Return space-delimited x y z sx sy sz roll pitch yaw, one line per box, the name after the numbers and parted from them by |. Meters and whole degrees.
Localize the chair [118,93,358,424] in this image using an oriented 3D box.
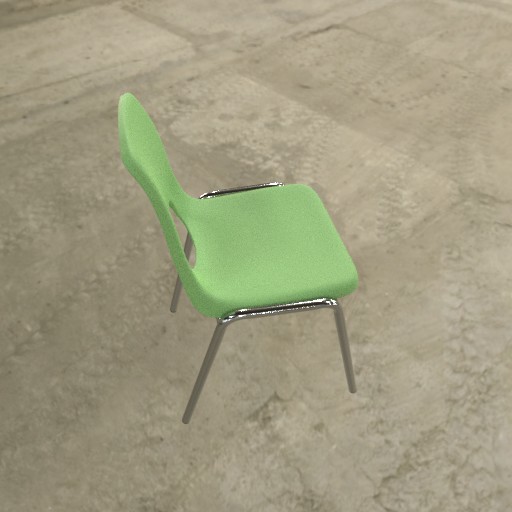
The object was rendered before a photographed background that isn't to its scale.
0.000 0.000 0.953 0.436 0.704 0.381 -9 47 -9 | chair
